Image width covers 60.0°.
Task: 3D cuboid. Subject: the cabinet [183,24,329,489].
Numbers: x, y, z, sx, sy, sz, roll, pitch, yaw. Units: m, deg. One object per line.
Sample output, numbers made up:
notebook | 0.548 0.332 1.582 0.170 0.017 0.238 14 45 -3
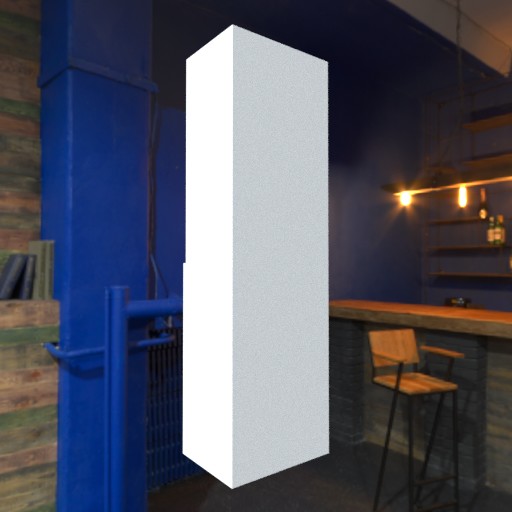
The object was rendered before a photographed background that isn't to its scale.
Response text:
cabinet | 0.000 0.000 1.528 0.400 1.350 0.300 1 -1 -37
